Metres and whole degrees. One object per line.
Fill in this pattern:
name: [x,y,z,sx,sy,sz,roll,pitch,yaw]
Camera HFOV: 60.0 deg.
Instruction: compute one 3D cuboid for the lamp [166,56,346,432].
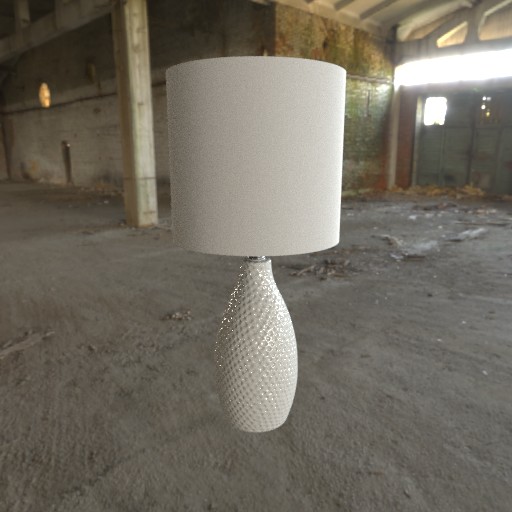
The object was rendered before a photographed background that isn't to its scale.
lamp: [0.000,0.000,0.587,0.214,0.466,0.214,12,18,43]
